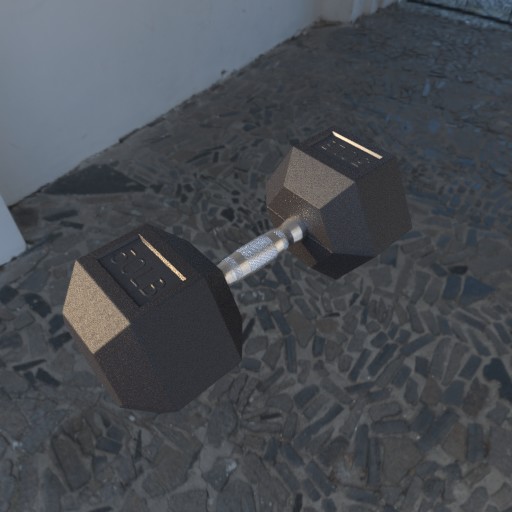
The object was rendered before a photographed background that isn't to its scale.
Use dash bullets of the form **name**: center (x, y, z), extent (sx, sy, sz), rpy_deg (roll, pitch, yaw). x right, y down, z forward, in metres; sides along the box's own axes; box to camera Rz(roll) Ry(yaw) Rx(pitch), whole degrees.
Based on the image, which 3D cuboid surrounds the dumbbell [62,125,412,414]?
- **dumbbell**: center (0.000, 0.000, 0.474), extent (0.384, 0.150, 0.173), rpy_deg (-33, 54, -28)
